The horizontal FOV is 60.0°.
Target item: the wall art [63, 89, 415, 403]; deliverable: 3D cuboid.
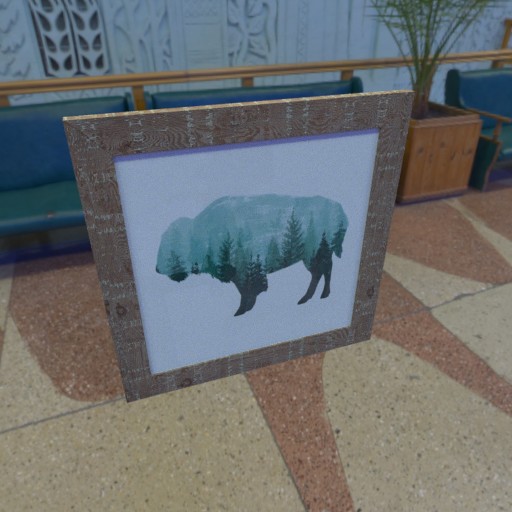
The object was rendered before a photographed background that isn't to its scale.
[{"bbox_3d":[0.000,0.000,0.565,0.380,0.380,0.022,-10,33,-16],"label":"wall art"}]
